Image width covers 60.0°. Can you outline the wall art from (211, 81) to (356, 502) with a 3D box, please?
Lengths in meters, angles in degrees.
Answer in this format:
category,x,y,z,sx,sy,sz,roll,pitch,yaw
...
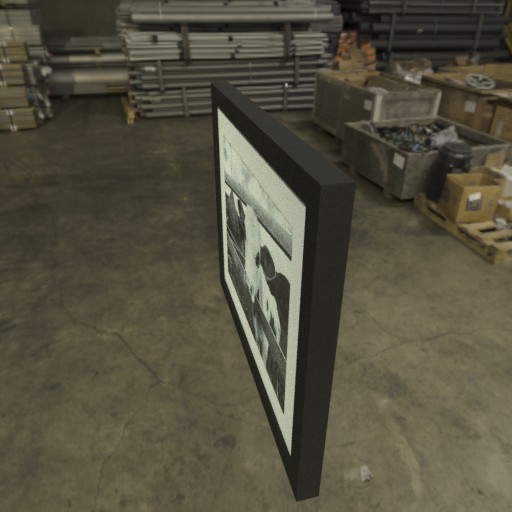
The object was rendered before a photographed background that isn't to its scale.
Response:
category,x,y,z,sx,sy,sz,roll,pitch,yaw
wall art,0.000,0.000,0.524,0.024,0.329,0.404,-7,31,-13
